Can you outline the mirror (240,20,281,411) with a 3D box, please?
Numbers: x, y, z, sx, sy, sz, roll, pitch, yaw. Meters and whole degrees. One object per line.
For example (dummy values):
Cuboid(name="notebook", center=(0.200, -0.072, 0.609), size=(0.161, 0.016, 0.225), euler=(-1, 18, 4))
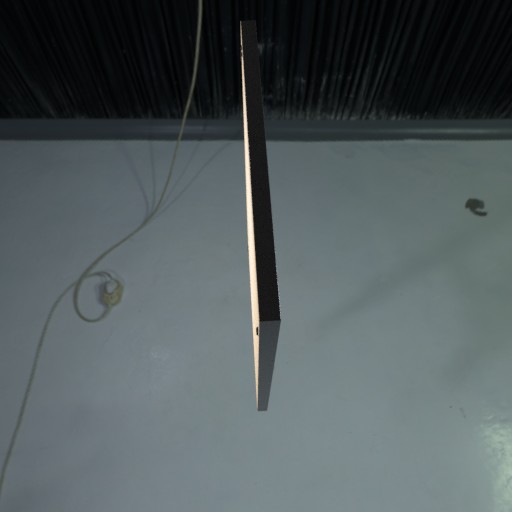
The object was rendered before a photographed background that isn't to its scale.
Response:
Cuboid(name="mirror", center=(0.000, 0.000, 1.352), size=(0.041, 1.016, 0.762), euler=(-3, 63, -1))
